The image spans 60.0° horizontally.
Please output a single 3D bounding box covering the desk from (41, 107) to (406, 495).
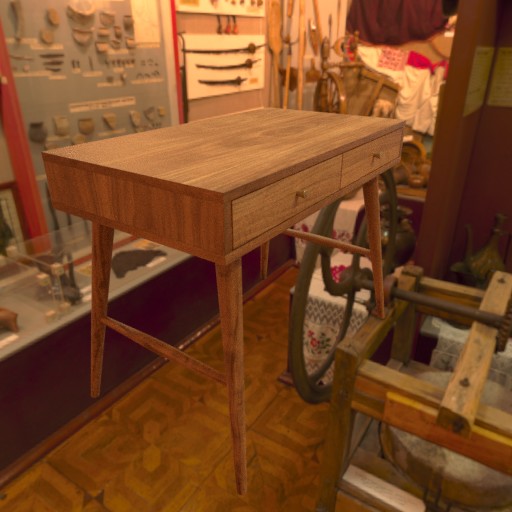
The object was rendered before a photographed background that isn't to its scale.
[{"bbox_3d":[0.000,0.000,1.399,0.588,0.758,0.949,17,31,31],"label":"desk"}]
